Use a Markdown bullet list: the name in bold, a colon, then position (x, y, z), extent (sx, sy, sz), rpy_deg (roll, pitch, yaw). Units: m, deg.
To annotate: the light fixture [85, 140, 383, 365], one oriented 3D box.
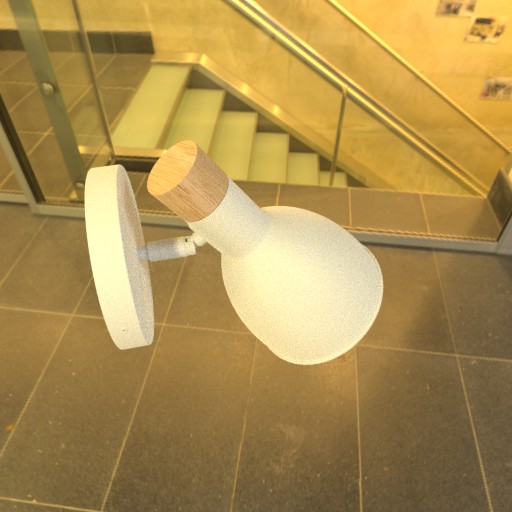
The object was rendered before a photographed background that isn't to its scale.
- **light fixture**: position (0.000, 0.000, 0.339), extent (0.209, 0.199, 0.127), rpy_deg (-9, 46, -9)
